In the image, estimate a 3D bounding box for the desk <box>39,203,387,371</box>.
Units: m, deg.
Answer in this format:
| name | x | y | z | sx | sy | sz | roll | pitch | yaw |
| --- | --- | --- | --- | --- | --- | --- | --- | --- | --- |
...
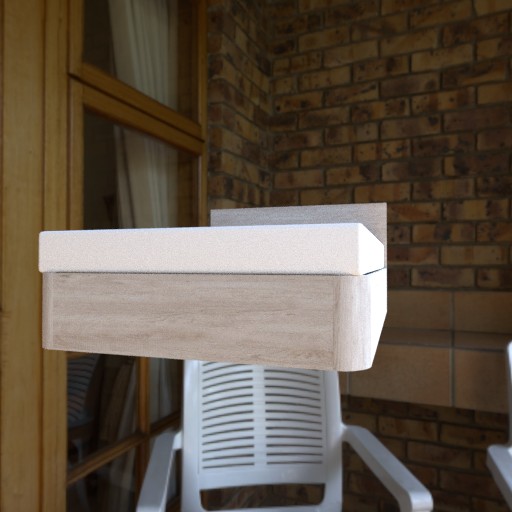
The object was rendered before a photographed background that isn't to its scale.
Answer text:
| name | x | y | z | sx | sy | sz | roll | pitch | yaw |
| --- | --- | --- | --- | --- | --- | --- | --- | --- | --- |
| desk | 0.000 | 0.000 | 2.572 | 1.400 | 0.800 | 1.900 | 0 | -1 | 18 |
